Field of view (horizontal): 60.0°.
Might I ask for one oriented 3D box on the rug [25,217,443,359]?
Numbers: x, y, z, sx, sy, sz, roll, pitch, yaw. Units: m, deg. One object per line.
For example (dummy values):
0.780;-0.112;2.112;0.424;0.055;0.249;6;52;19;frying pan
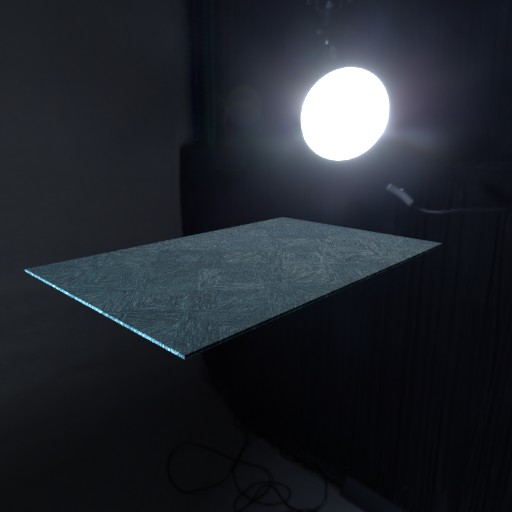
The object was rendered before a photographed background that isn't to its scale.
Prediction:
0.000;0.000;2.832;1.490;0.015;2.277;14;21;42;rug
